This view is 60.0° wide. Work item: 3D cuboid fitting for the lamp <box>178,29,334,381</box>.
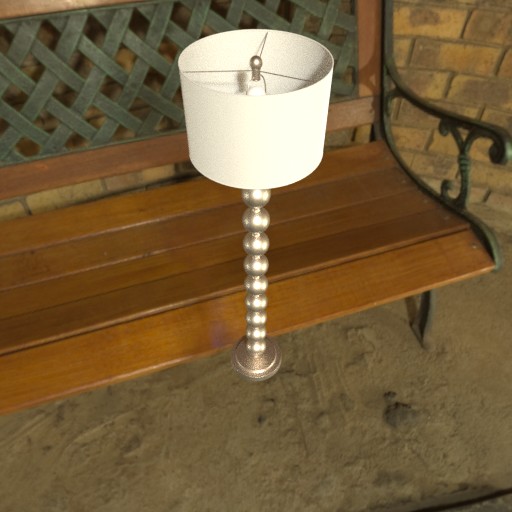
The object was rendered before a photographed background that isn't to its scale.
[{"bbox_3d":[0.000,0.000,1.654,0.394,1.474,0.394,31,54,26],"label":"lamp"}]
